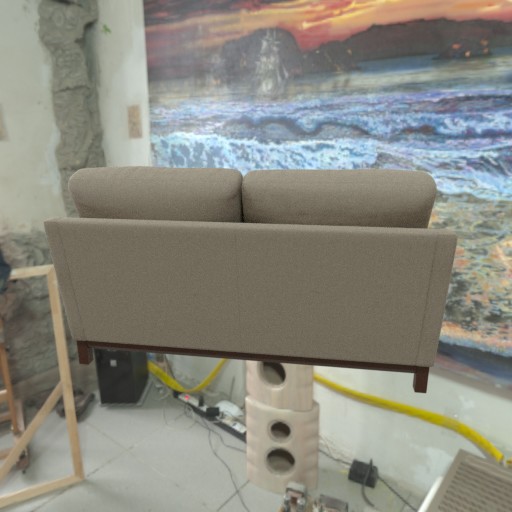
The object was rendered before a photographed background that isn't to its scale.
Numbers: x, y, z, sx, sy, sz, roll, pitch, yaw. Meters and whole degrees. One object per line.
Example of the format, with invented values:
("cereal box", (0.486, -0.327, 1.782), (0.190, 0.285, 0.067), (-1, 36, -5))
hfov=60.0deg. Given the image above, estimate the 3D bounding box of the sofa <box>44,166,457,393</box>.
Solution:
("sofa", (0.000, 0.000, 2.201), (1.619, 0.910, 1.004), (2, 16, 9))
